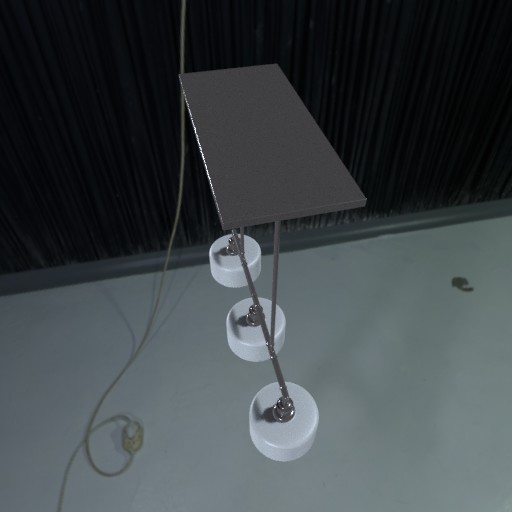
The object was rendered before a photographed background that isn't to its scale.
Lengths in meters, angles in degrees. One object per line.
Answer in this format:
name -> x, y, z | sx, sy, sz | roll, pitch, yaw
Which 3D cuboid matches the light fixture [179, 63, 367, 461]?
light fixture -> 0.000, 0.000, 0.851 | 0.177, 0.557, 0.582 | -10, 47, -10
